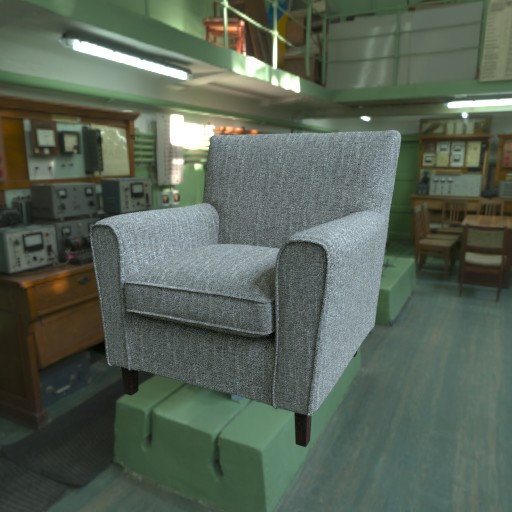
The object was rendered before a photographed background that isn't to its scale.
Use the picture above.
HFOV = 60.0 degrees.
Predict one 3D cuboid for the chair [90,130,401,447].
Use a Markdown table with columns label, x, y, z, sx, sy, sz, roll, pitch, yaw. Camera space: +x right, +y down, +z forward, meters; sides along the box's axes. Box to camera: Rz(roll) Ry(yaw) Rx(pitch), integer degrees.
| label | x | y | z | sx | sy | sz | roll | pitch | yaw |
| --- | --- | --- | --- | --- | --- | --- | --- | --- | --- |
| chair | 0.000 | 0.000 | 1.656 | 0.864 | 0.928 | 0.873 | 6 | 14 | 25 |
